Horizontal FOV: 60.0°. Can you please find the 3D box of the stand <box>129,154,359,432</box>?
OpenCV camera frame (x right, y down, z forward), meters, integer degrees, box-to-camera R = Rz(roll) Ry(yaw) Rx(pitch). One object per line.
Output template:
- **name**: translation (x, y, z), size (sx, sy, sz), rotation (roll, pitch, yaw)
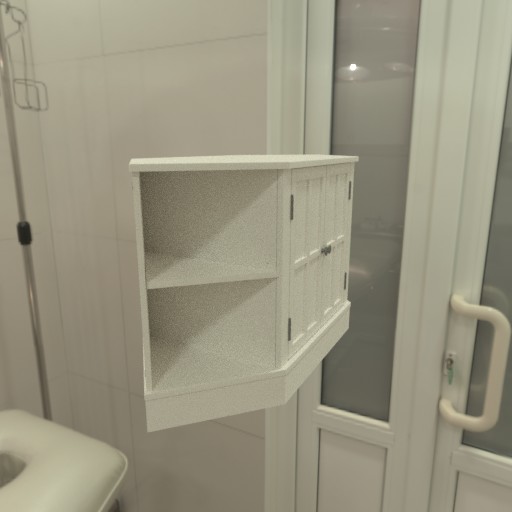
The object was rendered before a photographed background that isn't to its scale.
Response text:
- **stand**: translation (0.000, 0.000, 1.414), size (0.477, 0.614, 1.072), rotation (7, 16, 27)
